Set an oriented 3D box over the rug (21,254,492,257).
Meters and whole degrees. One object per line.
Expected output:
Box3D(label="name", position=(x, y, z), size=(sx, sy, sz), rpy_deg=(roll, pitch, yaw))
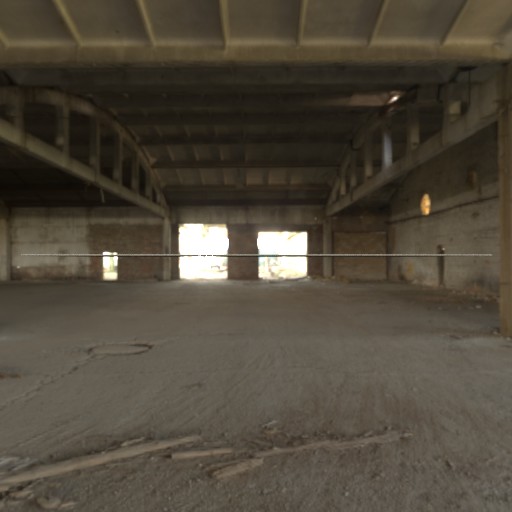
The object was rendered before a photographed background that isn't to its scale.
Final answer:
Box3D(label="rug", position=(0.000, 0.000, 3.036), size=(2.438, 0.008, 1.523), rpy_deg=(0, 0, -1))
